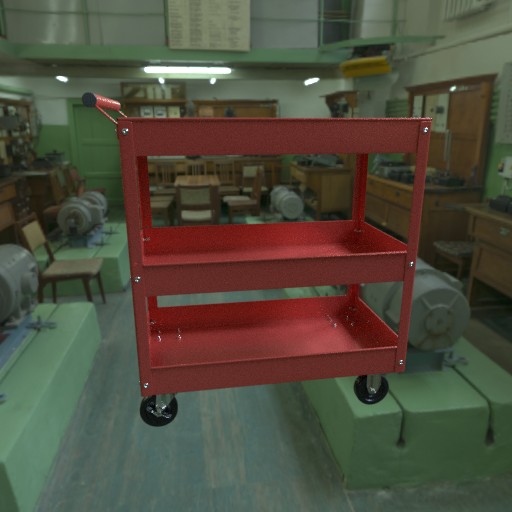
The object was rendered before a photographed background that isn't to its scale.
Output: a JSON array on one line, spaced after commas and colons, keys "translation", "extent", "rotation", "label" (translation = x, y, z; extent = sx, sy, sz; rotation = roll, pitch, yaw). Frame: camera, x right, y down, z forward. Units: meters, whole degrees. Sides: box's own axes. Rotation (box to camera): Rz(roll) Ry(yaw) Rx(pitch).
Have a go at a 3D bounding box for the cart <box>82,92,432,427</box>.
[{"translation": [0.000, 0.000, 1.163], "extent": [0.719, 0.780, 0.366], "rotation": [-3, 17, -9], "label": "cart"}]
